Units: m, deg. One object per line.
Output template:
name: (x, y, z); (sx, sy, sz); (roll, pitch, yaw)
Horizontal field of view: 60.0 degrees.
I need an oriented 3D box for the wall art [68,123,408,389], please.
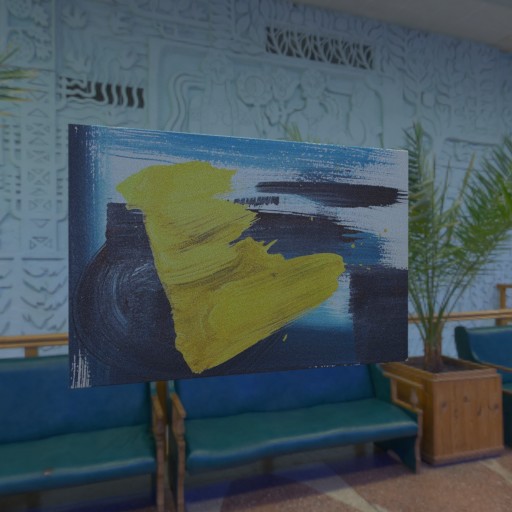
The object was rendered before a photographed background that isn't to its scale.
wall art: (0.000, 0.000, 1.171); (0.914, 0.610, 0.039); (0, 0, -17)
